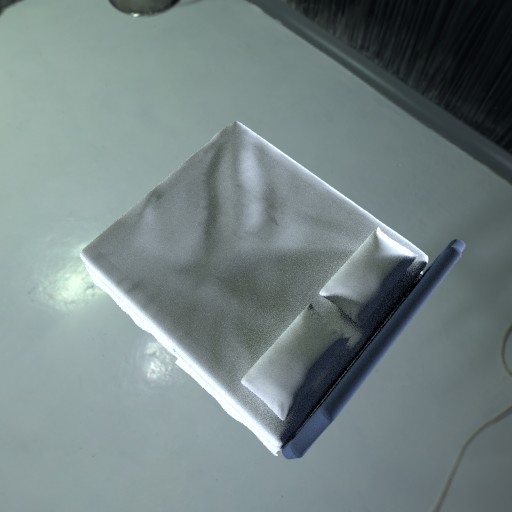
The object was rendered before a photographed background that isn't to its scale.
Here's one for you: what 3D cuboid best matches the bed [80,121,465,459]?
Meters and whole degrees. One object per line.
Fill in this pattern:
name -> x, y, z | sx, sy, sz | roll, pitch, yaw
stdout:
bed -> 0.000, 0.000, 4.162 | 2.773, 1.488, 2.350 | 39, 71, 16
